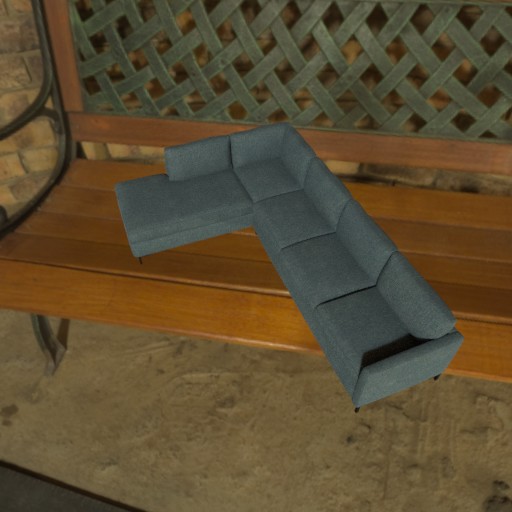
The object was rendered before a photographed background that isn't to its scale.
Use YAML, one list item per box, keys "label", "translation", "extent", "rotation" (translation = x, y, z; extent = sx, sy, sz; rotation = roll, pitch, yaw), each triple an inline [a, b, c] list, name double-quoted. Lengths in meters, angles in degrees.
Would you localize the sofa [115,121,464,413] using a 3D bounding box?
- label: "sofa"
  translation: [0.000, 0.000, 3.893]
  extent: [2.007, 0.815, 2.949]
  rotation: [-16, 50, -15]
